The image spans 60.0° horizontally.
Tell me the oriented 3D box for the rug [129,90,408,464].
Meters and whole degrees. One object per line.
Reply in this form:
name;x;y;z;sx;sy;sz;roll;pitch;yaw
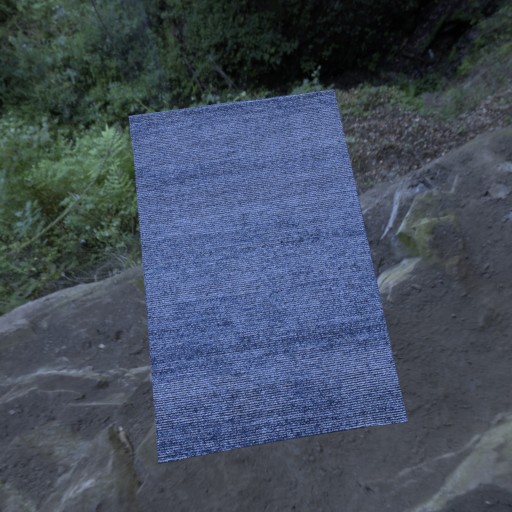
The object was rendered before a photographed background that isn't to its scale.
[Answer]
rug;0.000;0.000;2.246;1.159;0.025;1.793;-8;76;-2
